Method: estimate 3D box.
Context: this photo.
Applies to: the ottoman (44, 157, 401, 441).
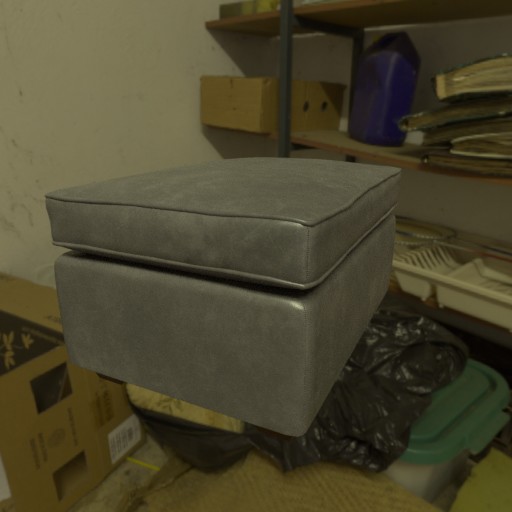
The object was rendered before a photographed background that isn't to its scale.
[{"bbox_3d":[0.000,0.000,1.088,0.554,0.445,0.756,9,20,25],"label":"ottoman"}]
